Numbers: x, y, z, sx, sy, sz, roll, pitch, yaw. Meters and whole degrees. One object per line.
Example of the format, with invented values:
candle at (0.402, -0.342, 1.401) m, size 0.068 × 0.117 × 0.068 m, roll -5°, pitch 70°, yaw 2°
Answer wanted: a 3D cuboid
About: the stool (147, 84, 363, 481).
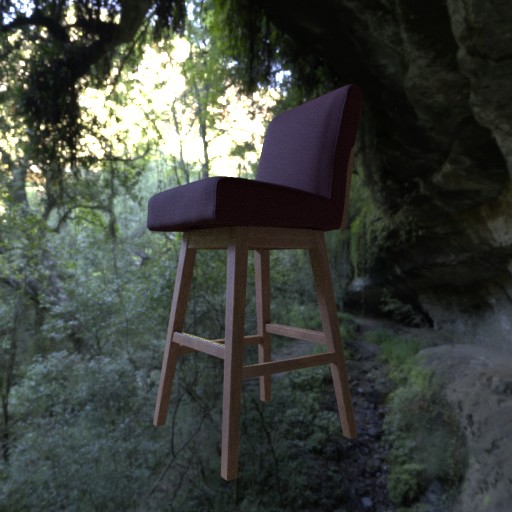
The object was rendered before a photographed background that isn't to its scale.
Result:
stool at (0.000, 0.000, 1.401) m, size 0.562 × 1.093 × 0.468 m, roll 0°, pitch -1°, yaw -35°
